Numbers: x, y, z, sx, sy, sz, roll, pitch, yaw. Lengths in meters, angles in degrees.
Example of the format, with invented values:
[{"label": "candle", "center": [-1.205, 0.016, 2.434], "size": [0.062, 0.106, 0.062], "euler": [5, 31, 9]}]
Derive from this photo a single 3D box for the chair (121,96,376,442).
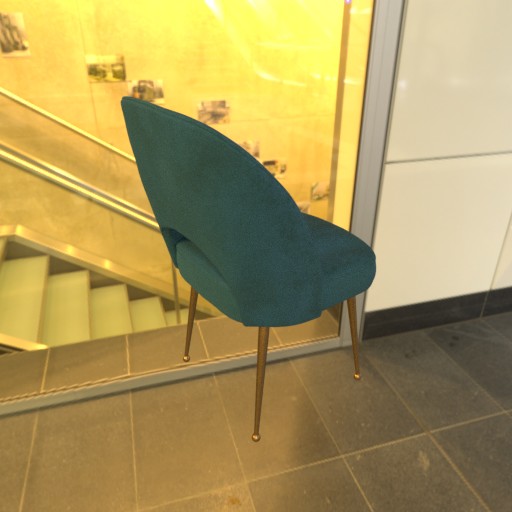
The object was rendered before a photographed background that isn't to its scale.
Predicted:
[{"label": "chair", "center": [0.000, 0.000, 1.206], "size": [0.577, 0.860, 0.527], "euler": [-19, 33, -31]}]
